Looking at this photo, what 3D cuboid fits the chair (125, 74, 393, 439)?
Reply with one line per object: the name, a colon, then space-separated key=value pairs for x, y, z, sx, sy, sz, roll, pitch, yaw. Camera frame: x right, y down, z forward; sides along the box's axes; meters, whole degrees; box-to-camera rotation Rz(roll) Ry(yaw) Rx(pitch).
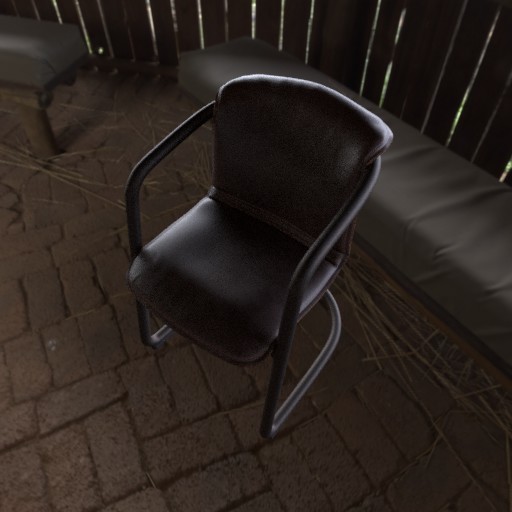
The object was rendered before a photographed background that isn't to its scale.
chair: x=0.000 y=0.000 z=1.280 sx=0.536 sy=0.836 sz=0.664 roll=30 pitch=54 yaw=24
